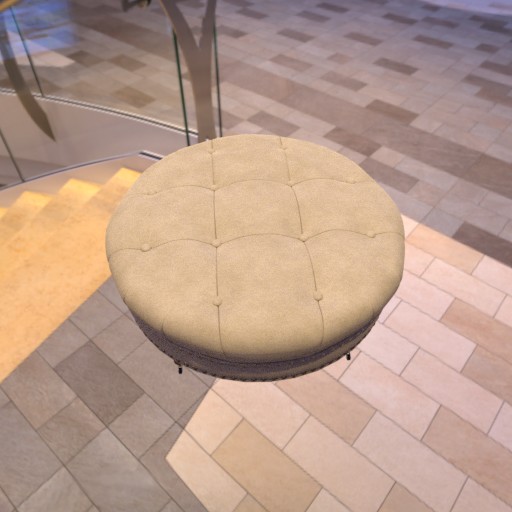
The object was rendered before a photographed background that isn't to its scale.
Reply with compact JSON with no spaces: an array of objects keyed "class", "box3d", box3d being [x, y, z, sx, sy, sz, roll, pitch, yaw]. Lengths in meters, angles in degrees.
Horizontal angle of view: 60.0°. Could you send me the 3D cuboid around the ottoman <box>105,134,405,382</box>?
[{"class":"ottoman","box3d":[0.000,0.000,1.437,0.901,0.439,0.901,0,47,0]}]
